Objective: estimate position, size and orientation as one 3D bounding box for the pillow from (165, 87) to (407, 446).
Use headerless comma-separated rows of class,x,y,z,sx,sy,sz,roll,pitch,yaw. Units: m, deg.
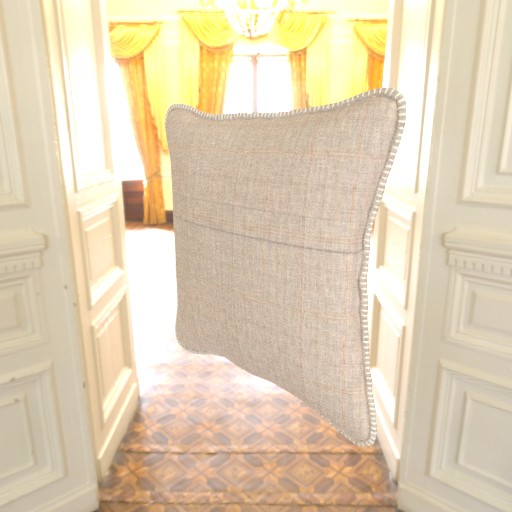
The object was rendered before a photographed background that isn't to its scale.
pillow,0.000,0.000,0.730,0.485,0.494,0.124,15,22,43
